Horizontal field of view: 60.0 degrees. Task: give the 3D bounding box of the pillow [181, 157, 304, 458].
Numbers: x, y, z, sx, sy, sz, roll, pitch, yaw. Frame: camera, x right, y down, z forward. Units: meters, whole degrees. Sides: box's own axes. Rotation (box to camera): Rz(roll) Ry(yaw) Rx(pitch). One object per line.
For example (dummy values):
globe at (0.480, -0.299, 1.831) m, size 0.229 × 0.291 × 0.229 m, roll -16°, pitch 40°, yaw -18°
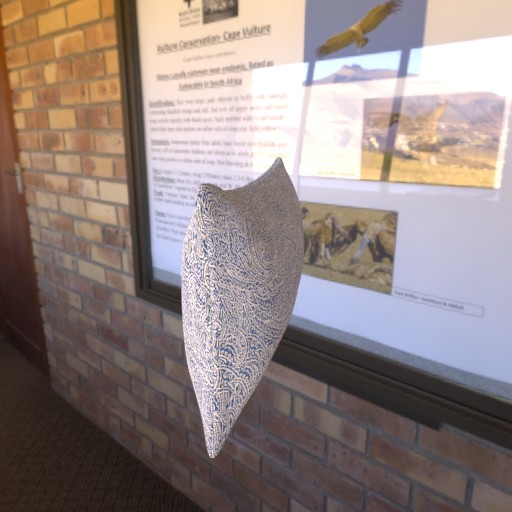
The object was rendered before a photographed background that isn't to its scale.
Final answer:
pillow at (0.000, 0.000, 0.727) m, size 0.151 × 0.295 × 0.615 m, roll 3°, pitch 15°, yaw 9°
